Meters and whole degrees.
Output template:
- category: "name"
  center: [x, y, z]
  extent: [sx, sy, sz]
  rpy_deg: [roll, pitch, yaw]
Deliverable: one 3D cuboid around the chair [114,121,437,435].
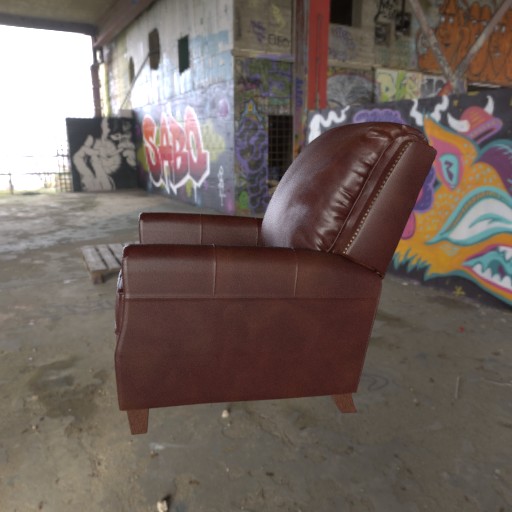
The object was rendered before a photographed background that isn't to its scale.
- category: "chair"
  center: [0.000, 0.000, 1.764]
  extent: [1.089, 1.022, 0.826]
  rpy_deg: [-2, 14, -10]
